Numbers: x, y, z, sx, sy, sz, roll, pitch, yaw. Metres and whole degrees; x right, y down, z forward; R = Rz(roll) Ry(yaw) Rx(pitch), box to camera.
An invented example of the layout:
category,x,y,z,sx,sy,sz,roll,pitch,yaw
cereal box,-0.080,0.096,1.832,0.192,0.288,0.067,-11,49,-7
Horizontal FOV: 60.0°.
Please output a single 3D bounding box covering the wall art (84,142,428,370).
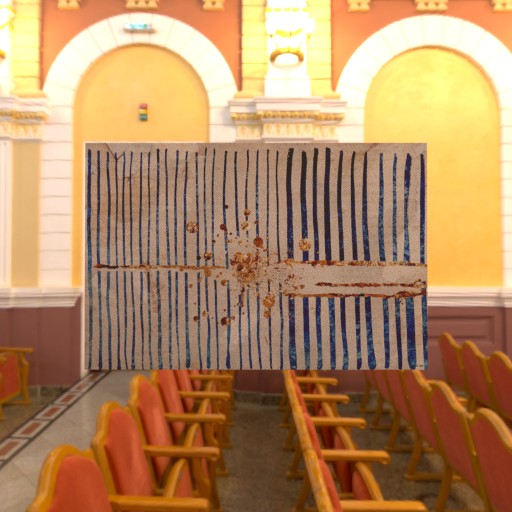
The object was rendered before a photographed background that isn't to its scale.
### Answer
category,x,y,z,sx,sy,sz,roll,pitch,yaw
wall art,0.000,0.000,1.203,0.919,0.609,0.030,0,-1,0
